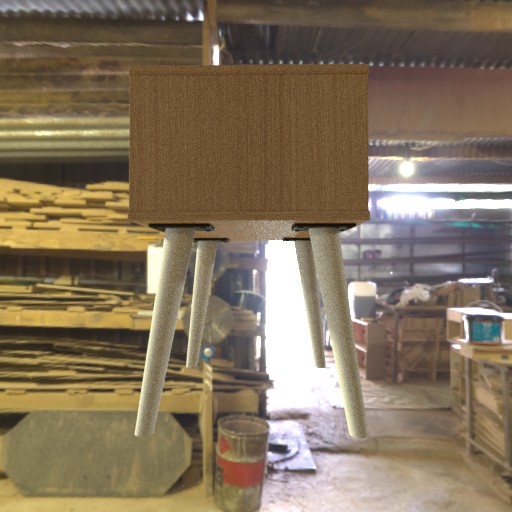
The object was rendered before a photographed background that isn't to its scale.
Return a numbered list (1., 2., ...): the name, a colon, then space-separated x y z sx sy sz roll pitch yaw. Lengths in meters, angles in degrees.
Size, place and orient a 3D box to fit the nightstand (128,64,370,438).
1. nightstand: 0.000 0.000 1.000 0.407 0.610 0.571 0 -1 1
